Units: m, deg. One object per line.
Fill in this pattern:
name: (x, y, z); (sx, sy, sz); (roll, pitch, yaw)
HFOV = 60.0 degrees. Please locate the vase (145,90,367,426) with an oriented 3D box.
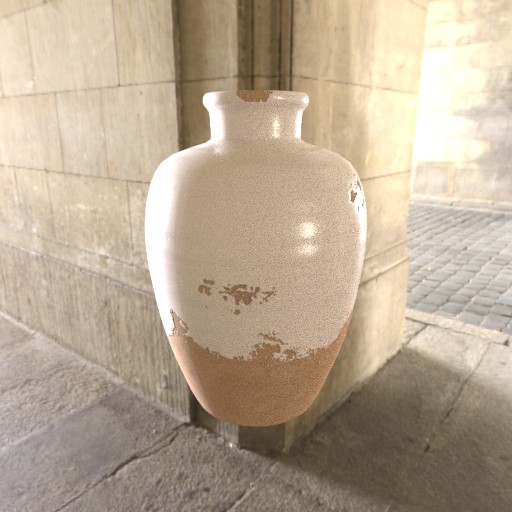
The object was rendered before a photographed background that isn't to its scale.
vase: (0.000, 0.000, 0.332); (0.158, 0.228, 0.158); (0, 16, 0)
